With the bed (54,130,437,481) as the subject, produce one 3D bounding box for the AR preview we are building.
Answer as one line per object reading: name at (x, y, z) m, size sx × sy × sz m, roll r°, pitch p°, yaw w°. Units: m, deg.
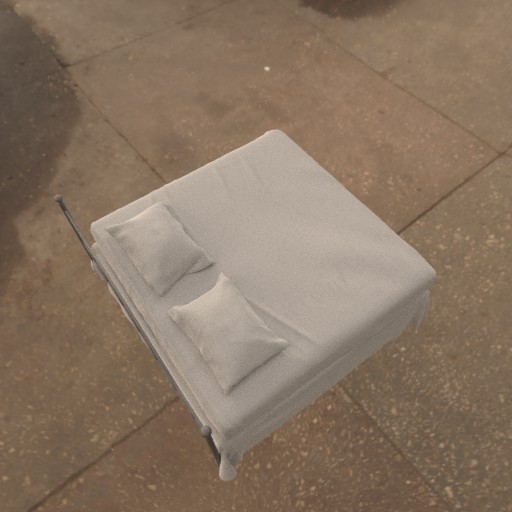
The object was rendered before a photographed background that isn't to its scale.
bed at (0.000, 0.000, 3.544) m, size 2.220 × 1.080 × 2.309 m, roll -31°, pitch 62°, yaw -19°
